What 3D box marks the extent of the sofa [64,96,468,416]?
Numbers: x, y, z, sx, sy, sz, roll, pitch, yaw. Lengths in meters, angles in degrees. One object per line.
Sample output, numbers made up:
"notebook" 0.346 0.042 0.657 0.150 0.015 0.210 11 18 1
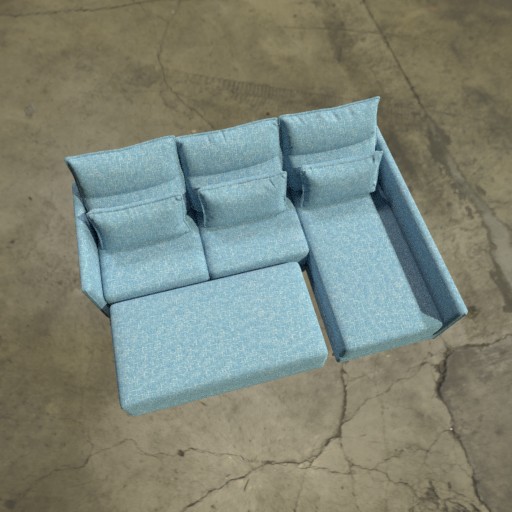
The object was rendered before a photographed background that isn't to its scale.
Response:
"sofa" 0.000 0.000 2.739 2.034 0.899 1.420 -13 65 -6
